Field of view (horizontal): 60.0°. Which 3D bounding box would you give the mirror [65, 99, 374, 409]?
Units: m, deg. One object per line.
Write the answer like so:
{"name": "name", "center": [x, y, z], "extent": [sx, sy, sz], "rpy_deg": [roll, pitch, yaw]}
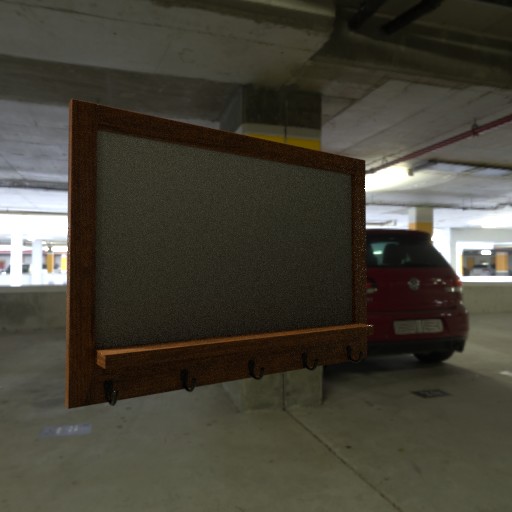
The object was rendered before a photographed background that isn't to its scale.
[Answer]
{"name": "mirror", "center": [0.000, 0.000, 0.967], "extent": [0.758, 0.537, 0.084], "rpy_deg": [1, -2, -35]}
